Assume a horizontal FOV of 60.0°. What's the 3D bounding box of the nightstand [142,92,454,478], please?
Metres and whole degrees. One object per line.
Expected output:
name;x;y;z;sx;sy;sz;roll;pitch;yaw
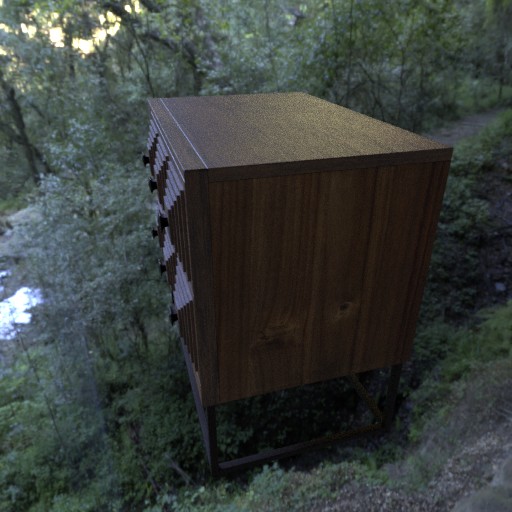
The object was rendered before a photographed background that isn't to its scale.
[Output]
nightstand;0.000;0.000;1.006;0.437;0.610;0.610;-8;29;-15
